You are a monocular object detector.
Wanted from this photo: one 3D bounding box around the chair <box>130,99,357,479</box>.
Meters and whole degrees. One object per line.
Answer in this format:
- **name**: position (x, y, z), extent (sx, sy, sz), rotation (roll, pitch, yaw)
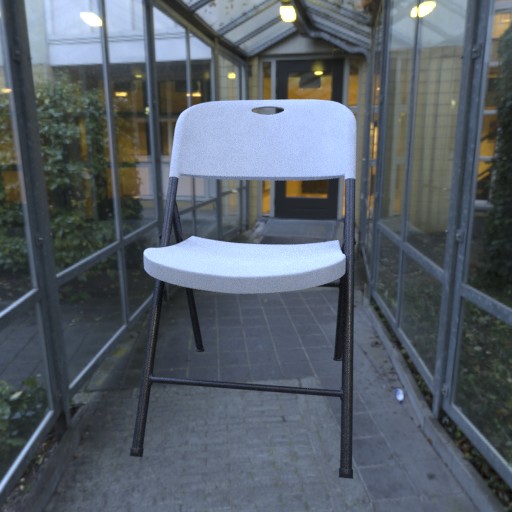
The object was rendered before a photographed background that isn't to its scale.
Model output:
- **chair**: position (0.000, 0.000, 1.131), extent (0.494, 0.810, 0.566), rotation (2, 14, 8)
